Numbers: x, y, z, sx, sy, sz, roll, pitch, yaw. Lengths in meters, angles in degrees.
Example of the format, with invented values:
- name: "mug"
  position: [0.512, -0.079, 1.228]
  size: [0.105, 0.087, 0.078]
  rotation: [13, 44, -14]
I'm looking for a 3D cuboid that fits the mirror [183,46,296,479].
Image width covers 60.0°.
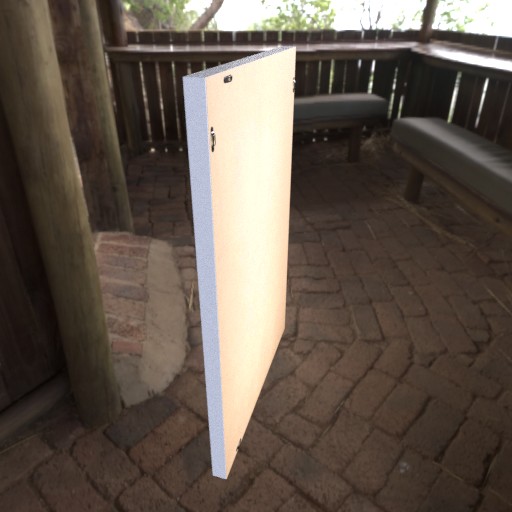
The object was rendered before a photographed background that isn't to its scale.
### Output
- name: "mirror"
  position: [0.000, 0.000, 1.114]
  size: [0.041, 0.914, 0.609]
  rotation: [8, 30, 14]
